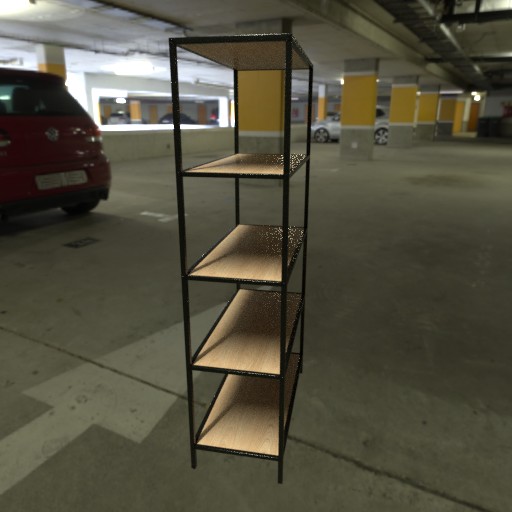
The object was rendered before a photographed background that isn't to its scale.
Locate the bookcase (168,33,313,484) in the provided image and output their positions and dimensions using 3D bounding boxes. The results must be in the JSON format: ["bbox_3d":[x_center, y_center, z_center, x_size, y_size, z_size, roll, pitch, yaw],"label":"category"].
[{"bbox_3d":[0.000,0.000,1.797,0.350,1.500,0.770,3,18,11],"label":"bookcase"}]
